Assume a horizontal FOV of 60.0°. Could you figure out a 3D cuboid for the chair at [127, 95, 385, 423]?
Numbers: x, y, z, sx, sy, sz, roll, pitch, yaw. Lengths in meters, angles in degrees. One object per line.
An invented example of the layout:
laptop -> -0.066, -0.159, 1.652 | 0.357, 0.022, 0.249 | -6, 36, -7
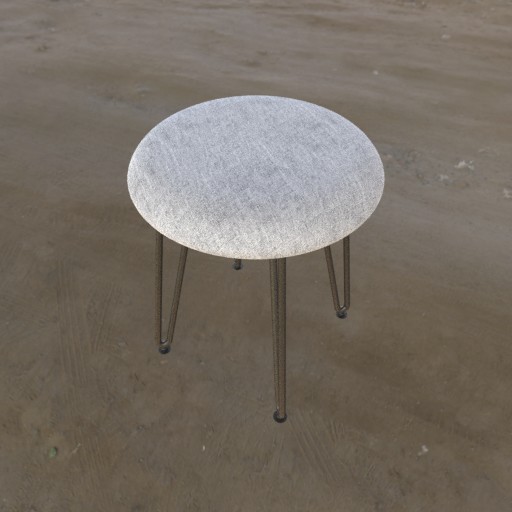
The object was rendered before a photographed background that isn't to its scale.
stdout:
chair -> 0.000, 0.000, 0.657 | 0.350, 0.386, 0.350 | -10, 47, -9
